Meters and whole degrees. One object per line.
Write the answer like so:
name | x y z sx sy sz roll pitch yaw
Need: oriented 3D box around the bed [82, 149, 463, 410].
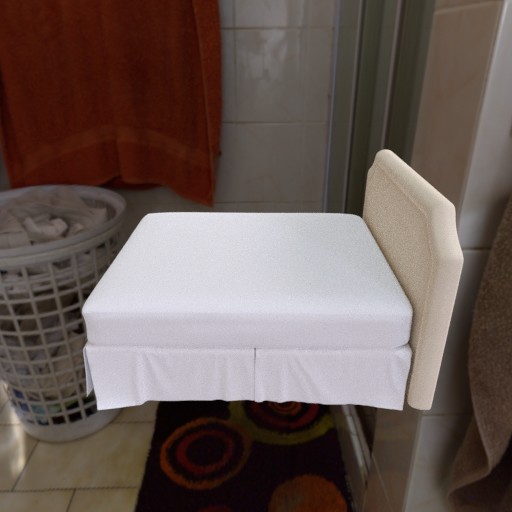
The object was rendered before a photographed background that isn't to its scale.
bed | 0.000 0.000 3.297 2.209 1.296 1.827 0 26 1
